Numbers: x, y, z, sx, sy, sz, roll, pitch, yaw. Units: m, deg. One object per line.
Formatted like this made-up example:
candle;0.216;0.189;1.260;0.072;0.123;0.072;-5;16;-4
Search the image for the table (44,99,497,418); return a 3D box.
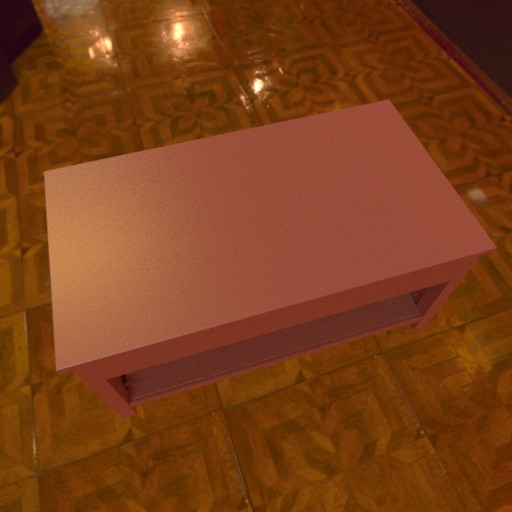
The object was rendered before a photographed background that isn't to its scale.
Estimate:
table;0.000;0.000;1.383;1.068;0.493;0.612;-14;58;-9
